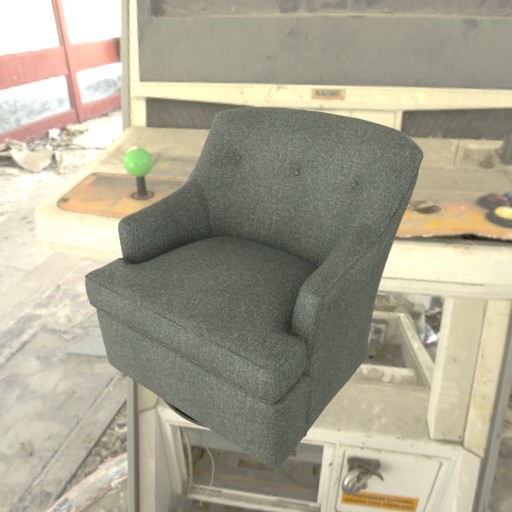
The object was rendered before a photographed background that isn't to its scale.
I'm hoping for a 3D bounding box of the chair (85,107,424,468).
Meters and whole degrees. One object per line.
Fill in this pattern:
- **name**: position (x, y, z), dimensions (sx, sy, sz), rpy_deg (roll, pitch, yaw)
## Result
- **chair**: position (0.000, 0.000, 1.580), dimensions (0.864, 0.856, 0.923), rpy_deg (20, 35, 30)
